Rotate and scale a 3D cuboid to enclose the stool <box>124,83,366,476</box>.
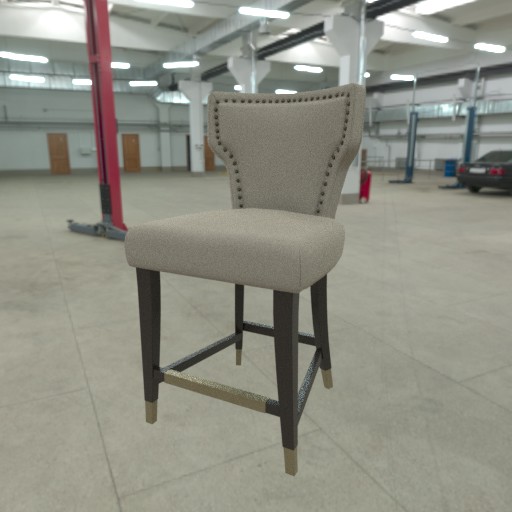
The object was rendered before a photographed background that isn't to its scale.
[{"bbox_3d":[0.000,0.000,1.325,0.527,0.982,0.563,7,16,27],"label":"stool"}]
